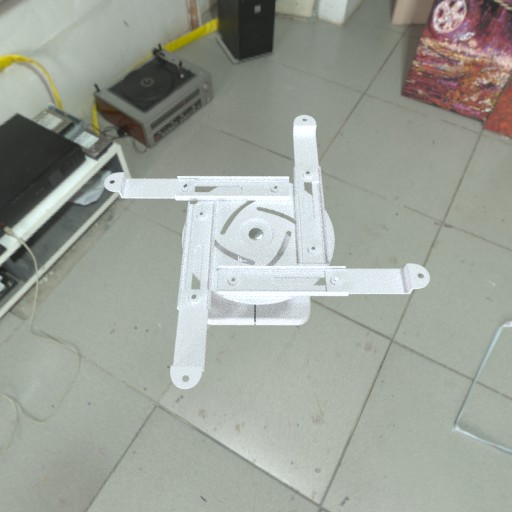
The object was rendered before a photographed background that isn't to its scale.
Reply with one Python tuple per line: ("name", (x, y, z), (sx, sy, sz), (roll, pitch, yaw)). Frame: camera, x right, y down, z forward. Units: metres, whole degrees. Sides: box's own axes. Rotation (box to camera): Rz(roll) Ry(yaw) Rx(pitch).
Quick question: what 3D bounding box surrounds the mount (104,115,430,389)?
("mount", (0.000, 0.000, 0.598), (0.394, 0.141, 0.394), (0, 58, 0))
